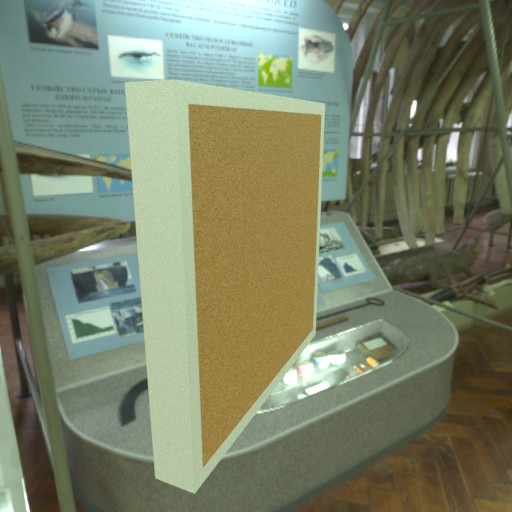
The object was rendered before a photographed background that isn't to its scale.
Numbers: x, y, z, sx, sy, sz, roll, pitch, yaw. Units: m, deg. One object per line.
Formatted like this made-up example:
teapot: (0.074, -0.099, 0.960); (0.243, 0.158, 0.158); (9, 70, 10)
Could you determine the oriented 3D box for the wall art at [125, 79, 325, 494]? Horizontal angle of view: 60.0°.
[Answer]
wall art: (0.000, 0.000, 0.444); (0.038, 0.302, 0.305); (7, 18, 24)
